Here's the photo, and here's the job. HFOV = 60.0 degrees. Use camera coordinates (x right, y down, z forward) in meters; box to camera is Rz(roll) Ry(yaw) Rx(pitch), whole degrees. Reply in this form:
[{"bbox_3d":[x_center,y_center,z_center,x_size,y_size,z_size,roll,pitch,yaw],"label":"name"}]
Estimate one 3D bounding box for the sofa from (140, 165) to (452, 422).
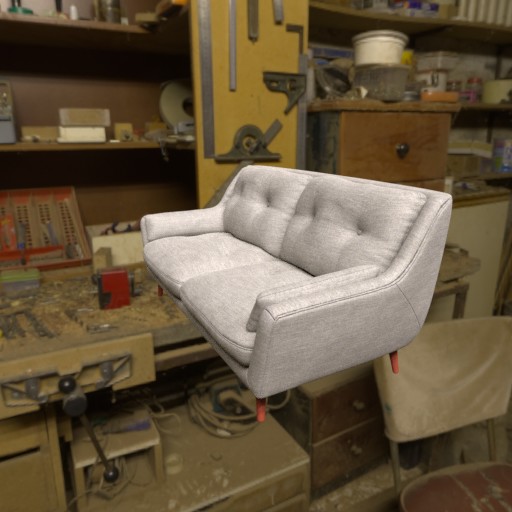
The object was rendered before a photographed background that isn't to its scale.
[{"bbox_3d":[0.000,0.000,2.481,0.976,0.897,1.930,-8,17,-25],"label":"sofa"}]
